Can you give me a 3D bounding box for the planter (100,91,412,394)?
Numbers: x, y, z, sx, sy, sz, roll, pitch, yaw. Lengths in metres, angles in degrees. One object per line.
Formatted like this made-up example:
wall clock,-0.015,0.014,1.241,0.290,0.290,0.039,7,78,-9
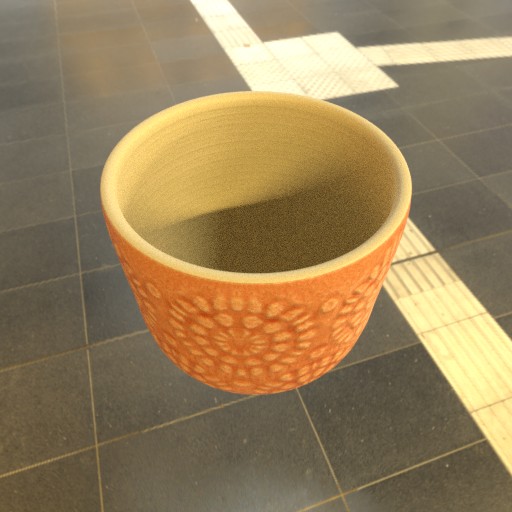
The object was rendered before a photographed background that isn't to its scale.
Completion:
planter,0.000,0.000,0.218,0.124,0.109,0.124,0,48,0
